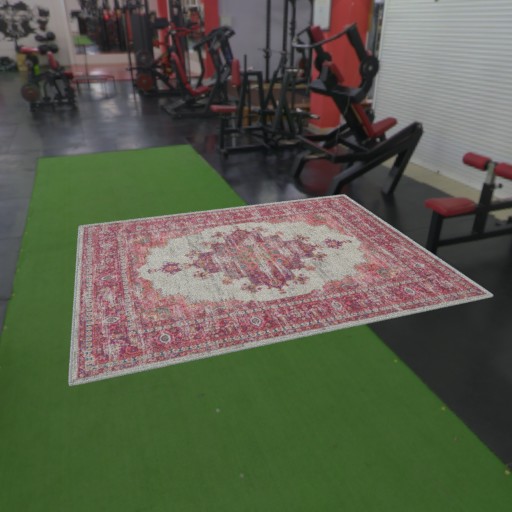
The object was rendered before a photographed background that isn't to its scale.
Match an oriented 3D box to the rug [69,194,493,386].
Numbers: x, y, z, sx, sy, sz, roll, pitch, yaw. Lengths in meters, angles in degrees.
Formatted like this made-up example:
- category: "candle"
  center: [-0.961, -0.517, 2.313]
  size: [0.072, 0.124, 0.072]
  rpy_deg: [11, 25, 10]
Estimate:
- category: "rug"
  center: [0.000, 0.000, 4.060]
  size: [3.123, 0.017, 2.447]
  rpy_deg: [-9, 29, -16]
